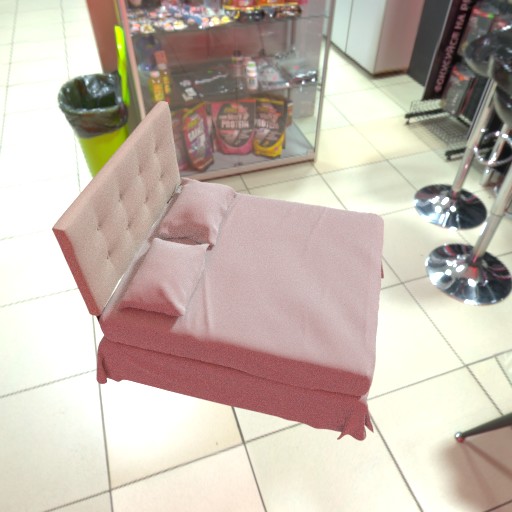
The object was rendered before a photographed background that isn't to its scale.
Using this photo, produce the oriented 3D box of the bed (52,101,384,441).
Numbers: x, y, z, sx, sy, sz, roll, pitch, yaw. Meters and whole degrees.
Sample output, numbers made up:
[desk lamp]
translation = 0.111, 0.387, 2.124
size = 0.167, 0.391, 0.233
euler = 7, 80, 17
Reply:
[bed]
translation = 0.000, 0.000, 3.497
size = 2.222, 1.577, 1.936
euler = 10, 47, 10
